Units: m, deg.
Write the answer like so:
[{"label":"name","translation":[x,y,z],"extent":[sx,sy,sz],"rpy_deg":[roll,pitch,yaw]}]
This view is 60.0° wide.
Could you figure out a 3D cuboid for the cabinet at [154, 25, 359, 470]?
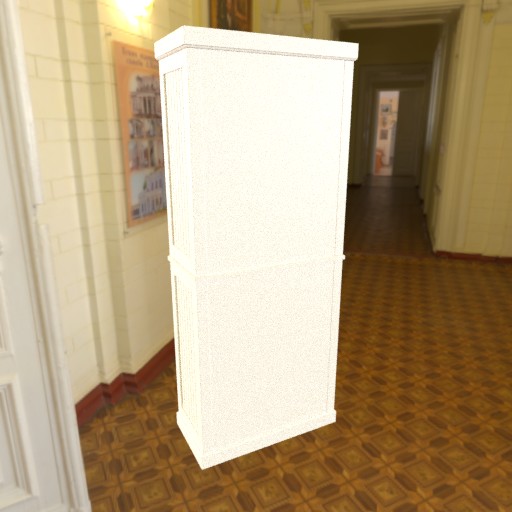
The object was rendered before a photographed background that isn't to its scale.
[{"label":"cabinet","translation":[0.000,0.000,2.088],"extent":[0.754,1.829,0.390],"rpy_deg":[-8,18,-26]}]
